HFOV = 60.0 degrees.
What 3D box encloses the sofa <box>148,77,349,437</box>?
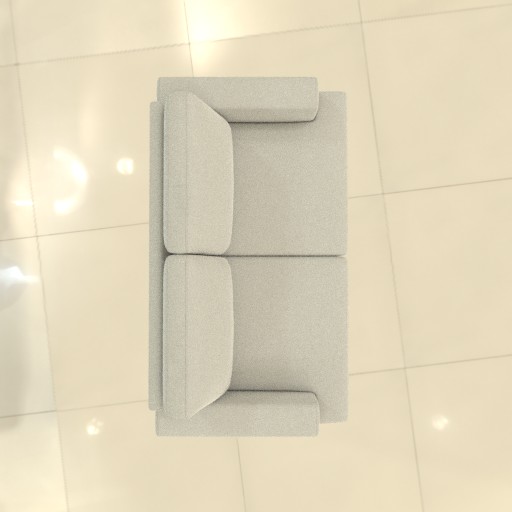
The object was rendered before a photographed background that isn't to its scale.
[{"bbox_3d":[0.000,0.000,2.172,0.920,0.810,1.650,0,89,0],"label":"sofa"}]
